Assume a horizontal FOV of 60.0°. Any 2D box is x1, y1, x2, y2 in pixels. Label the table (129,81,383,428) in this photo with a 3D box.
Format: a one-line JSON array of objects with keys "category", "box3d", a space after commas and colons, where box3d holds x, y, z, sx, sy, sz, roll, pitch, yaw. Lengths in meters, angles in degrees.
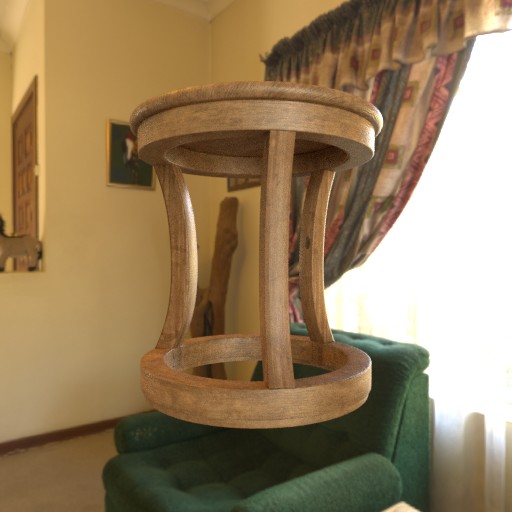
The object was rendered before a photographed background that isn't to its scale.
[{"category": "table", "box3d": [0.000, 0.000, 0.788, 0.432, 0.460, 0.432, 0, 1, 0]}]
